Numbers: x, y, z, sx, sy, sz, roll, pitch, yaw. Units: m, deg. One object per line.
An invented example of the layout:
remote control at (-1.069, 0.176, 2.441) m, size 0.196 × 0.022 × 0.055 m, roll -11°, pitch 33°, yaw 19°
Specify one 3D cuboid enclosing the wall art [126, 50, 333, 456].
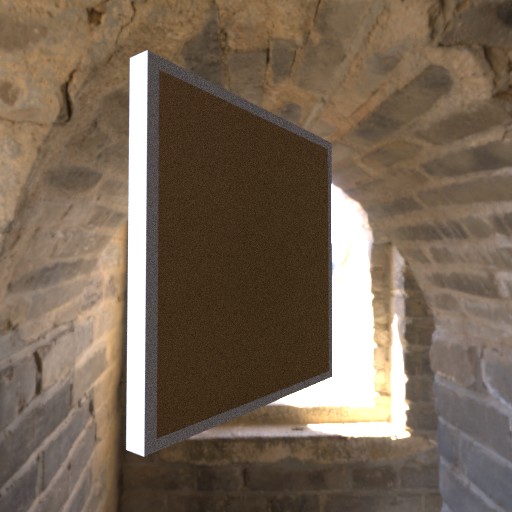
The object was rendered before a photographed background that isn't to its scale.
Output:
wall art at (0.000, 0.000, 0.767) m, size 0.035 × 0.507 × 0.508 m, roll -1°, pitch -2°, yaw 36°
